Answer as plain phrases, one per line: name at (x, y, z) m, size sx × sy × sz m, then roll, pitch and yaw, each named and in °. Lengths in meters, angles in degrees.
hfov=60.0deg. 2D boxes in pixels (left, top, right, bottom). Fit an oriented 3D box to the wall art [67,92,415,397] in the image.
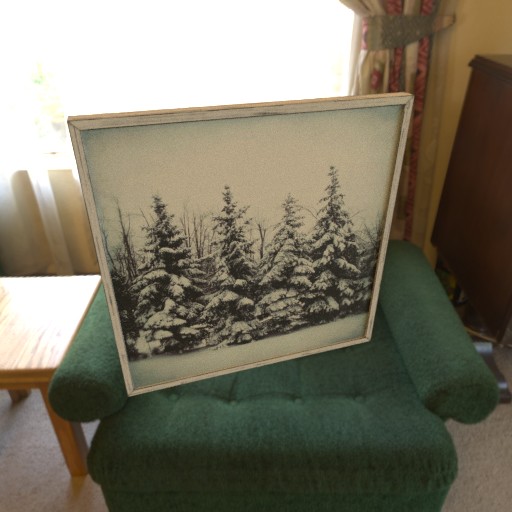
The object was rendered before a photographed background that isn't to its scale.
wall art at (0.000, 0.000, 1.148) m, size 0.761 × 0.761 × 0.037 m, roll -9°, pitch 33°, yaw -15°
